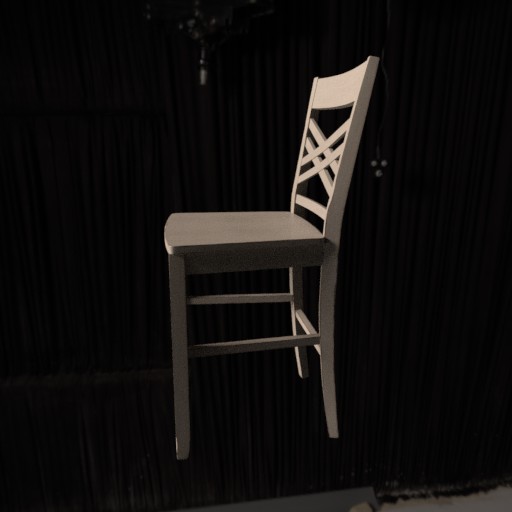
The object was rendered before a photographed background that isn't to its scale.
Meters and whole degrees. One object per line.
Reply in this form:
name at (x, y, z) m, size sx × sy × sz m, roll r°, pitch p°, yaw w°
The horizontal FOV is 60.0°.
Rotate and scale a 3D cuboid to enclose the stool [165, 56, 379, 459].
stool at (0.000, 0.000, 1.361) m, size 0.539 × 1.079 × 0.462 m, roll -3°, pitch 16°, yaw -9°
